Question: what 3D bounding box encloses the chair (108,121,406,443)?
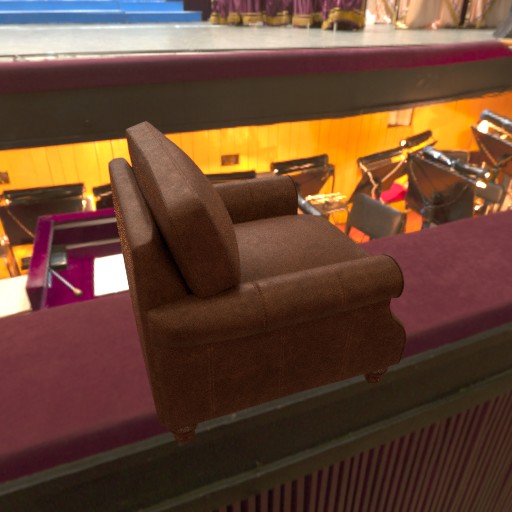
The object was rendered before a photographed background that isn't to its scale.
[{"bbox_3d":[0.000,0.000,1.785,1.002,0.976,0.996,-11,32,-18],"label":"chair"}]
